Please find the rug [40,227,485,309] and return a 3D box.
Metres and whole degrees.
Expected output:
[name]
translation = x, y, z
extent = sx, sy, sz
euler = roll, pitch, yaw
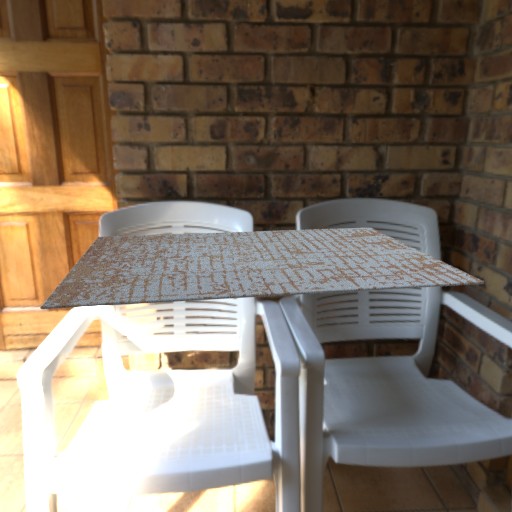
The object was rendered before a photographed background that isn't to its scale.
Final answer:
[rug]
translation = 0.000, 0.000, 2.369
extent = 1.829, 0.011, 1.219
euler = -2, 15, -9
